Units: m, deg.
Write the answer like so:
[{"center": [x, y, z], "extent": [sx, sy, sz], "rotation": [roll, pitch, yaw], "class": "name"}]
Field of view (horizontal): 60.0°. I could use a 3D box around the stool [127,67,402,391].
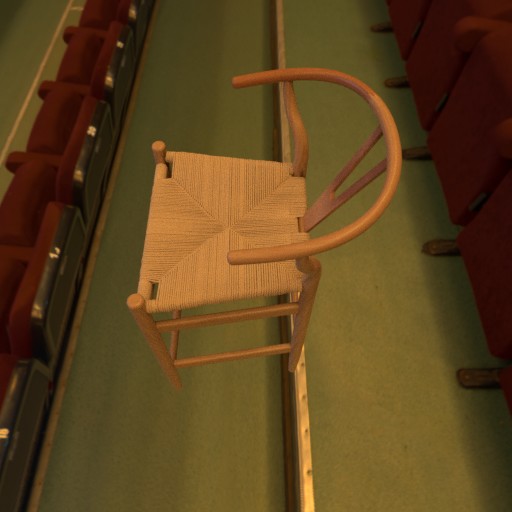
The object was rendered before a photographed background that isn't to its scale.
[{"center": [0.000, 0.000, 1.271], "extent": [0.575, 0.923, 0.536], "rotation": [-1, 57, 0], "class": "stool"}]
